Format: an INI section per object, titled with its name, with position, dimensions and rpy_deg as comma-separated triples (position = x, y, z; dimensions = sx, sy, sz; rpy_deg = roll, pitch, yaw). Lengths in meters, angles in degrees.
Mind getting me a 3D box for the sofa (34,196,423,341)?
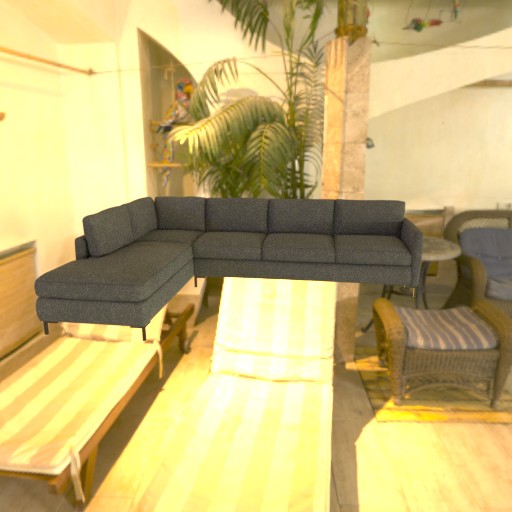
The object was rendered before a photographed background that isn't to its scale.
[sofa]
position = 0.000, 0.000, 3.893
dimensions = 2.949, 0.815, 2.007
rpy_deg = 2, 15, 8
